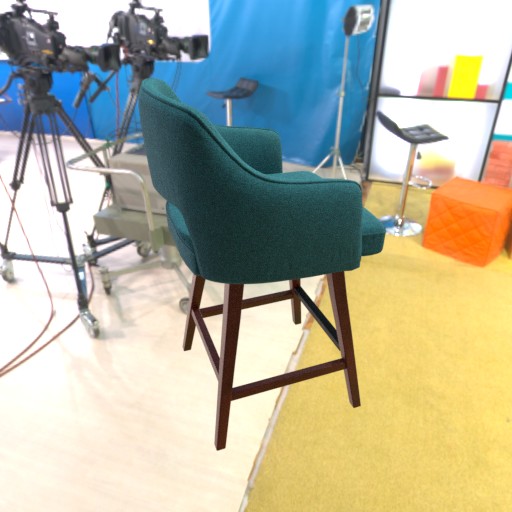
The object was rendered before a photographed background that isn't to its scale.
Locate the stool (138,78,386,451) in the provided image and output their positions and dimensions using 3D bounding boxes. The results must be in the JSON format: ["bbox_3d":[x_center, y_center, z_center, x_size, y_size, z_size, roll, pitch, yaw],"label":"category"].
[{"bbox_3d":[0.000,0.000,1.290,0.556,0.961,0.548,-10,31,-17],"label":"stool"}]
